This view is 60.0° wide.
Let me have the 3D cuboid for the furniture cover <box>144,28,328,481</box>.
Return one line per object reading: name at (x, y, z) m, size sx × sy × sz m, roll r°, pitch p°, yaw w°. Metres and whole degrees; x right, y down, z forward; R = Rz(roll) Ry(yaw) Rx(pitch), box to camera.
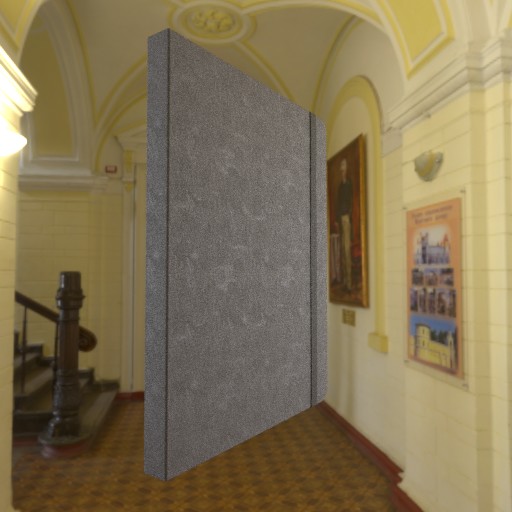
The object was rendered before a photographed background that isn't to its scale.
furniture cover at (0.000, 0.000, 0.366) m, size 0.023 × 0.281 × 0.216 m, roll -1°, pitch -2°, yaw 36°
